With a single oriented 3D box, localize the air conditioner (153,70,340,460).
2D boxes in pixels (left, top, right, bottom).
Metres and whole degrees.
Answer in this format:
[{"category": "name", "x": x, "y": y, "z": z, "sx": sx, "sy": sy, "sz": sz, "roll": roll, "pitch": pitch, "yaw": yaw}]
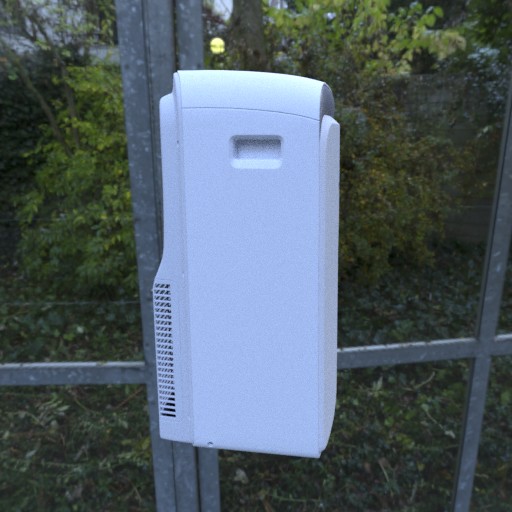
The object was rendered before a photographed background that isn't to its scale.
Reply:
[{"category": "air conditioner", "x": 0.000, "y": 0.000, "z": 0.942, "sx": 0.365, "sy": 0.700, "sz": 0.454, "roll": 3, "pitch": 15, "yaw": 11}]
